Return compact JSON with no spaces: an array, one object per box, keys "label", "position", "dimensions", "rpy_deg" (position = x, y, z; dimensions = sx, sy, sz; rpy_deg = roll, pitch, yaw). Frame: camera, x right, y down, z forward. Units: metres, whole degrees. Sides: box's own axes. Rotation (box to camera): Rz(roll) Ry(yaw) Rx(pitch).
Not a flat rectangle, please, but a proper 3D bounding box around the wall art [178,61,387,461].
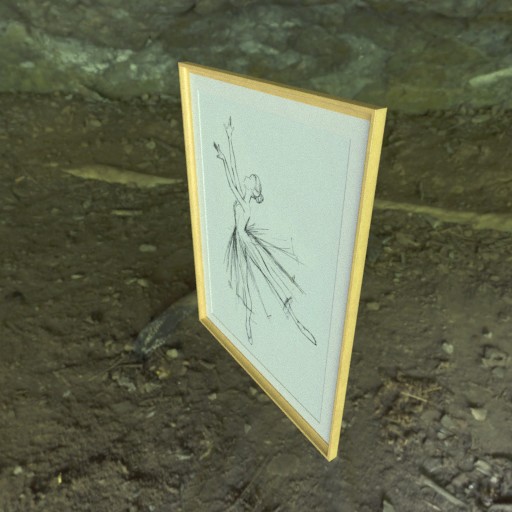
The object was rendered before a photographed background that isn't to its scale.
[{"label":"wall art","position":[0.000,0.000,1.336],"dimensions":[0.030,1.002,0.798],"rpy_deg":[-19,35,-29]}]
